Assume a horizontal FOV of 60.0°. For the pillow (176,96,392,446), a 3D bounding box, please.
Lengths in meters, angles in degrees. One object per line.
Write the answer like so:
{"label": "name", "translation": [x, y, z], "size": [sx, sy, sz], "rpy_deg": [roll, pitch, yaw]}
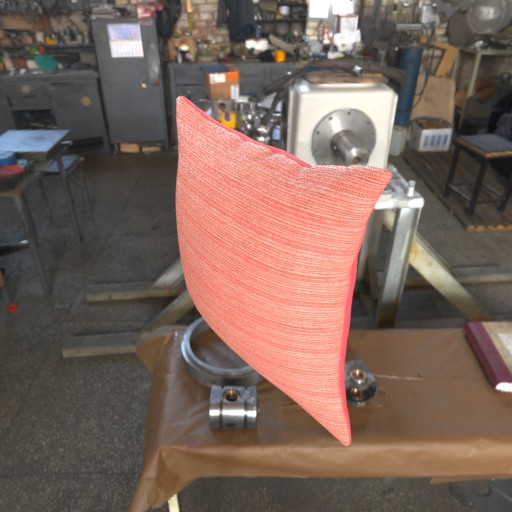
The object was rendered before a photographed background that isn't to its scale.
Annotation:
{"label": "pillow", "translation": [0.000, 0.000, 0.833], "size": [0.229, 0.501, 0.559], "rpy_deg": [-21, 37, -30]}
